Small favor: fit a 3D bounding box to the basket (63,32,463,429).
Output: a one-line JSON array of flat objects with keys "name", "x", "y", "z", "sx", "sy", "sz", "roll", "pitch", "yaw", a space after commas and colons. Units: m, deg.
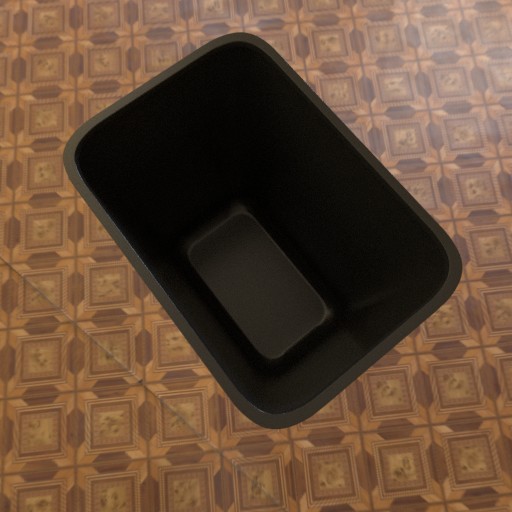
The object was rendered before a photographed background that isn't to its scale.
[{"name": "basket", "x": 0.000, "y": 0.000, "z": 0.501, "sx": 0.211, "sy": 0.307, "sz": 0.300, "roll": -37, "pitch": 78, "yaw": -9}]
